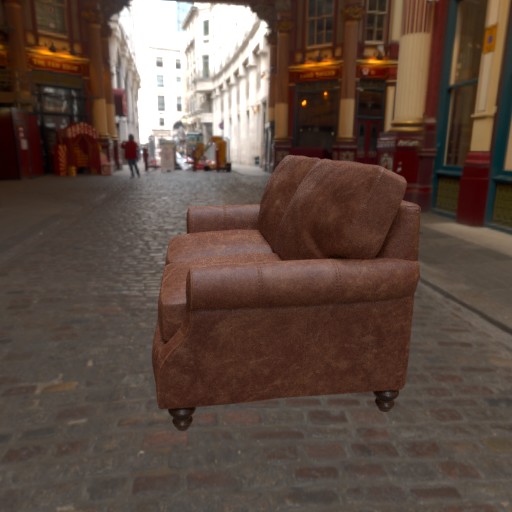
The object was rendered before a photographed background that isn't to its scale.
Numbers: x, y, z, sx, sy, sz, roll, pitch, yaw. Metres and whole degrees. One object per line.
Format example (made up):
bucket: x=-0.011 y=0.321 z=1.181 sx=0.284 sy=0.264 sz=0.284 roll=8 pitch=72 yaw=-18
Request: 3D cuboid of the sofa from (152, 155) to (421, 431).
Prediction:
sofa: x=0.000 y=0.000 z=2.249 sx=0.990 sy=0.967 sz=1.616 roll=-2 pitch=14 yaw=-8
